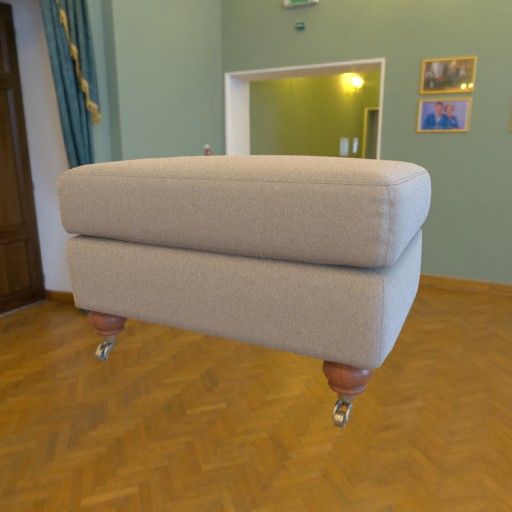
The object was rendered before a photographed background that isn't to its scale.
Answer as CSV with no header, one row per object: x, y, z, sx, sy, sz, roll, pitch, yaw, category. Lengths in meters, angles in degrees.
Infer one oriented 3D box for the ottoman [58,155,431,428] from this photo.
0.000,0.000,1.124,0.773,0.497,0.574,7,15,25,ottoman
